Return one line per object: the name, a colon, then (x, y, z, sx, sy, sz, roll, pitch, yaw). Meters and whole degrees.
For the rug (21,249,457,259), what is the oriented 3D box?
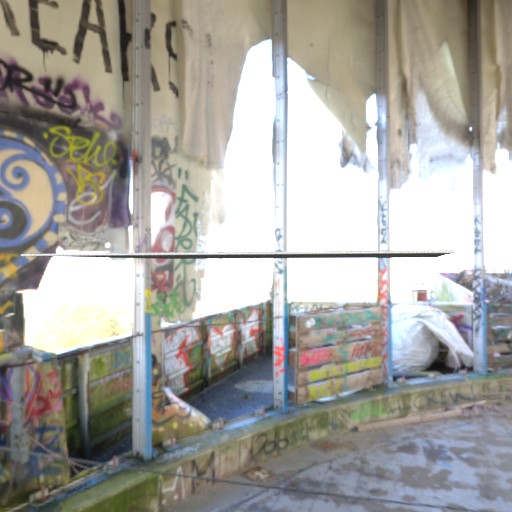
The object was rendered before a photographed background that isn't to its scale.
rug: (0.000, 0.000, 2.829, 2.206, 0.014, 1.578, 0, -1, 19)
